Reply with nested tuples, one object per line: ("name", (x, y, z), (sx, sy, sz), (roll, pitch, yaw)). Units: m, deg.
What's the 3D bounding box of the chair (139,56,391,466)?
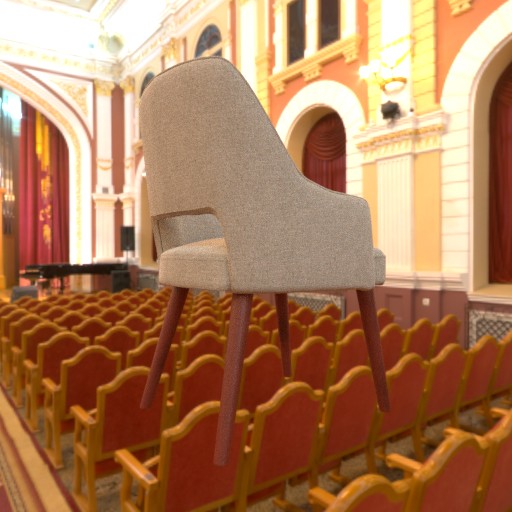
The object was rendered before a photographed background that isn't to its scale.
("chair", (0.000, 0.000, 1.214), (0.605, 0.849, 0.548), (0, 1, -36))
